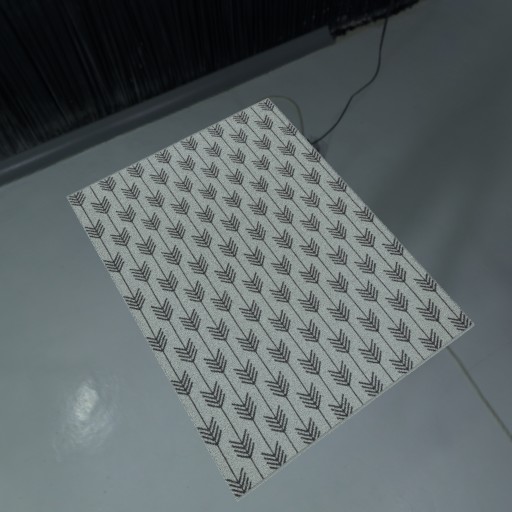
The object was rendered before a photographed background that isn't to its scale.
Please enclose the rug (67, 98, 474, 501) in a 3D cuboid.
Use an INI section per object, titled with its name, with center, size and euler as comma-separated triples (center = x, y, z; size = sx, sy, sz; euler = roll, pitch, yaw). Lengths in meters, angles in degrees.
[rug]
center = 0.000, 0.000, 3.954
size = 2.330, 0.010, 3.061
euler = -31, 67, -14
